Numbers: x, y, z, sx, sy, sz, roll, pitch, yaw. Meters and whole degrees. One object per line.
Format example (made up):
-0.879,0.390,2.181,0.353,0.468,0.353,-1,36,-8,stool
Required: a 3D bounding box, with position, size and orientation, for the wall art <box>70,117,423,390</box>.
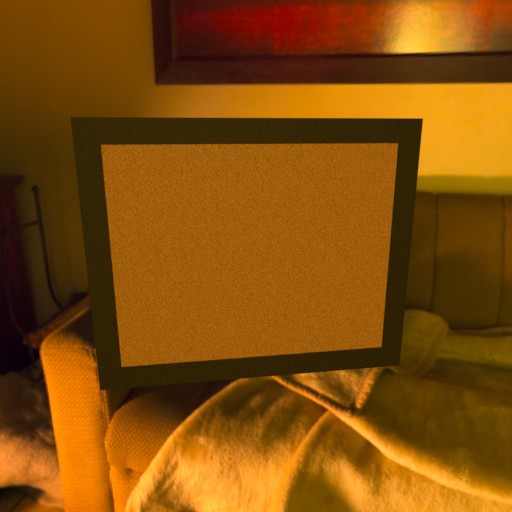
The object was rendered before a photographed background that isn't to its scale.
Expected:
0.000,0.000,0.773,0.561,0.460,0.028,-2,16,-8,wall art
